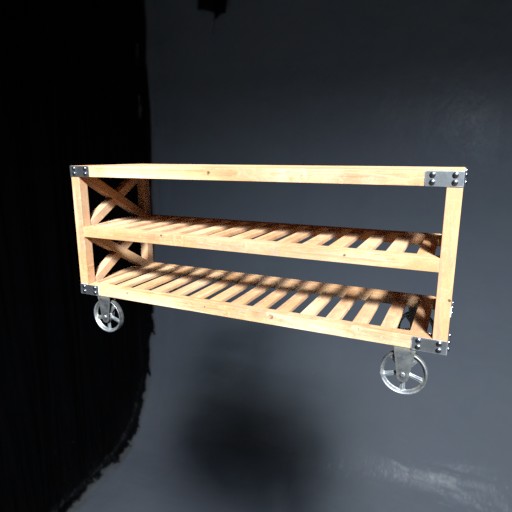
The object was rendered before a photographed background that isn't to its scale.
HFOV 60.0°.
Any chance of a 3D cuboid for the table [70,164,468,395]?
[{"bbox_3d":[0.000,0.000,1.793,1.487,0.711,0.467,6,14,24],"label":"table"}]
